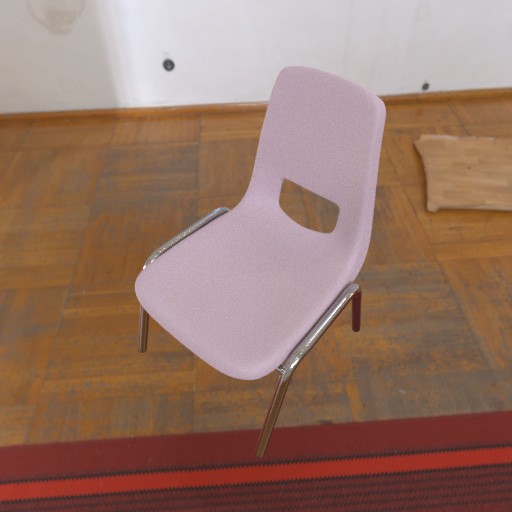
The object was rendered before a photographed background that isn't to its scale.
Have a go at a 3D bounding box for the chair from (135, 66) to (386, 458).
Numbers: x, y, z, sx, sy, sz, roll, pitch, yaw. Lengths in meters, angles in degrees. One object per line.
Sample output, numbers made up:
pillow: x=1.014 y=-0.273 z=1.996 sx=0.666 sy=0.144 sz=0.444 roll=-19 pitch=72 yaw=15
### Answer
chair: x=0.000 y=0.000 z=0.792 sx=0.354 sy=0.536 sz=0.385 roll=32 pitch=54 yaw=27
